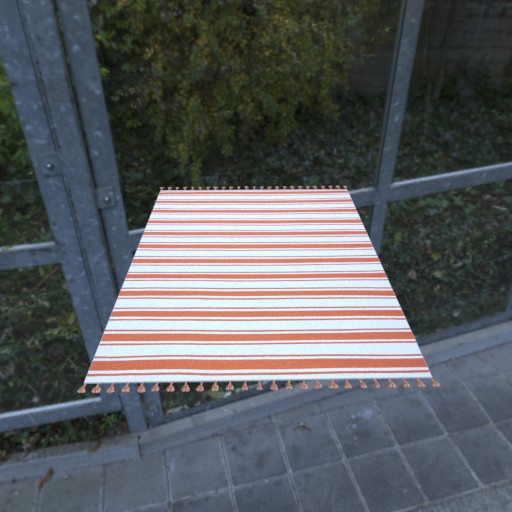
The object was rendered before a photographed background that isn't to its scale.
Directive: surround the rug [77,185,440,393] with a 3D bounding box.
[{"bbox_3d":[0.000,0.000,4.400,2.451,0.035,3.369,0,33,-1],"label":"rug"}]
